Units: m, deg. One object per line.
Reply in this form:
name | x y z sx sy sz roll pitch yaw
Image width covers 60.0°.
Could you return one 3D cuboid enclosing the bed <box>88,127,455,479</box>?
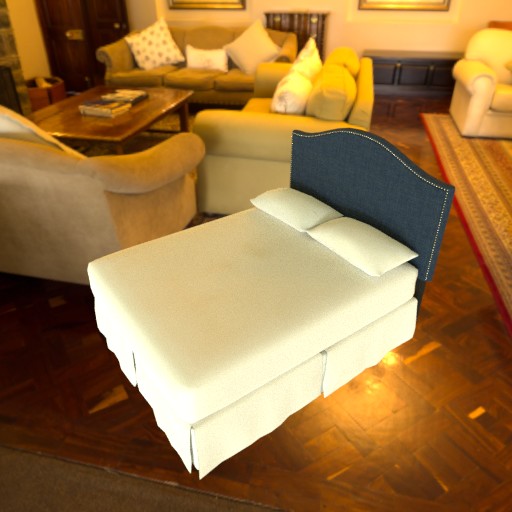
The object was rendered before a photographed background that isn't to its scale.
bed | 0.000 0.000 3.304 2.153 1.518 1.713 -21 38 -30
